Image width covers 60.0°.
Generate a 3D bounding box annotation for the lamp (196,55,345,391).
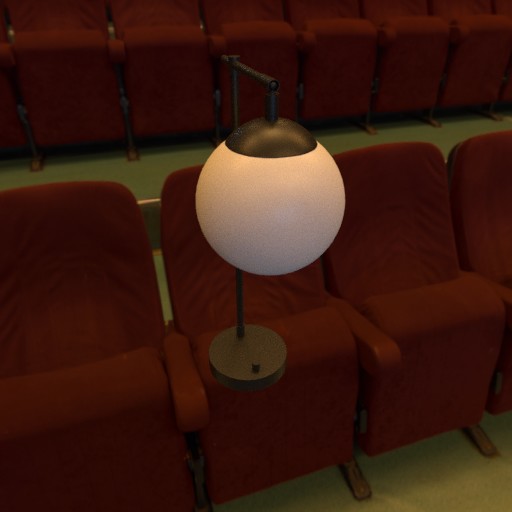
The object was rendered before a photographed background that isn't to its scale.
[{"bbox_3d":[0.000,0.000,0.704,0.197,0.559,0.316,-10,33,-16],"label":"lamp"}]
